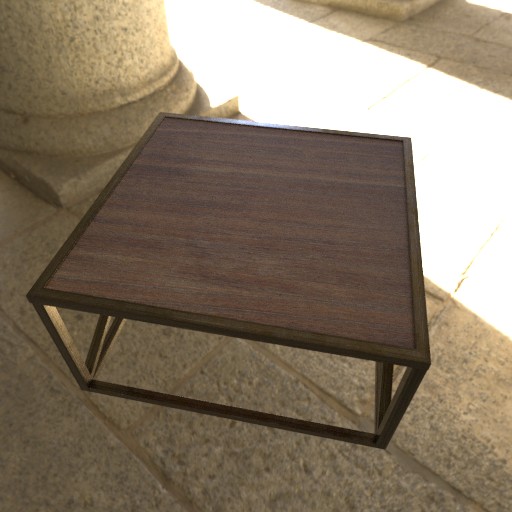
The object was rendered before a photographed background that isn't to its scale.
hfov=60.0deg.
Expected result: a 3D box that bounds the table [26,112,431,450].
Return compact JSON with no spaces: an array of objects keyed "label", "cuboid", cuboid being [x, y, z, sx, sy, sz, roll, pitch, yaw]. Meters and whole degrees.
[{"label":"table","cuboid":[0.000,0.000,1.433,0.909,0.451,0.899,8,46,8]}]
